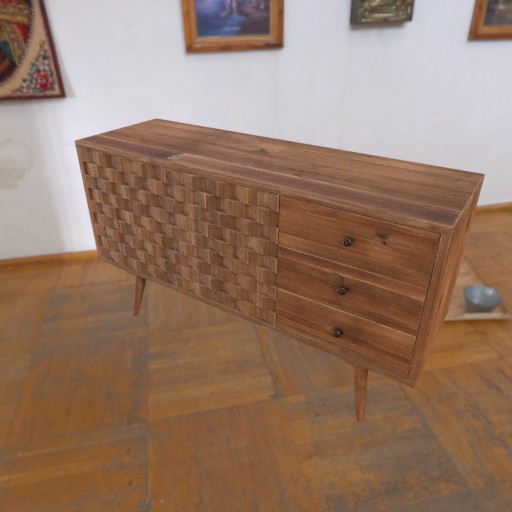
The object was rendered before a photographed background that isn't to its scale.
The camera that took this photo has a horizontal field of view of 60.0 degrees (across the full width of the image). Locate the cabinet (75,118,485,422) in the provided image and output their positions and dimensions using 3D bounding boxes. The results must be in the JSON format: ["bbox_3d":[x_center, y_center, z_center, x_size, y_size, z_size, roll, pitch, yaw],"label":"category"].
[{"bbox_3d":[0.000,0.000,1.741,1.400,0.800,0.472,18,34,28],"label":"cabinet"}]
